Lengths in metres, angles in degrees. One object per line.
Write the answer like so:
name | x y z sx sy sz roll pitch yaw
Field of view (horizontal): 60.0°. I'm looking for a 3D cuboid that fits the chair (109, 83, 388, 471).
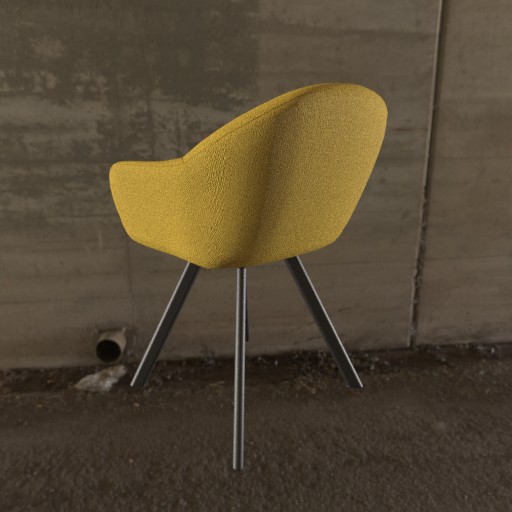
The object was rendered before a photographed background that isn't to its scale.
chair | 0.000 0.000 1.117 0.545 0.775 0.565 -14 20 -42
